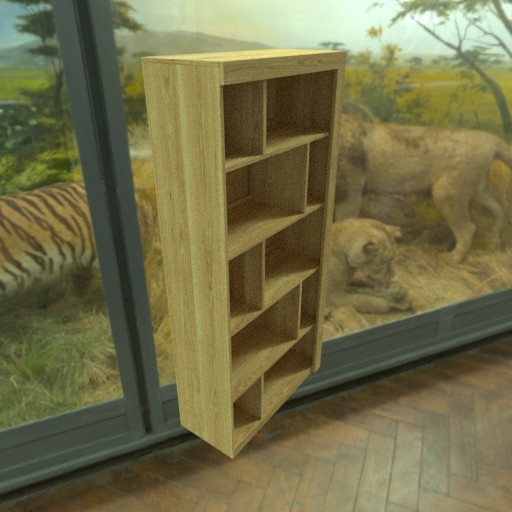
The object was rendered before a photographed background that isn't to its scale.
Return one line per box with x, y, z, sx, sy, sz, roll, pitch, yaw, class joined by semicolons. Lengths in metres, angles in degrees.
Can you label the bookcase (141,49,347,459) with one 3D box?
0.000;0.000;2.430;0.420;2.020;0.950;19;33;32;bookcase
